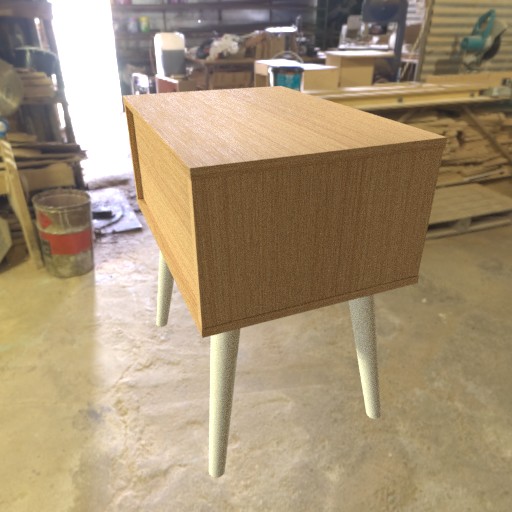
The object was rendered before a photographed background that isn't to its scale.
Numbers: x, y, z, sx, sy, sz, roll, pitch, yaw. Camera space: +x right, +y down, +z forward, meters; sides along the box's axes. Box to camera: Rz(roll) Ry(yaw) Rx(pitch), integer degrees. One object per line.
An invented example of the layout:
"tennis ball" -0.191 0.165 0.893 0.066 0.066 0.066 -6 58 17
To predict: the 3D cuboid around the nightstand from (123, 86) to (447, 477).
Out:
"nightstand" 0.000 0.000 0.969 0.407 0.610 0.571 -11 31 -20
